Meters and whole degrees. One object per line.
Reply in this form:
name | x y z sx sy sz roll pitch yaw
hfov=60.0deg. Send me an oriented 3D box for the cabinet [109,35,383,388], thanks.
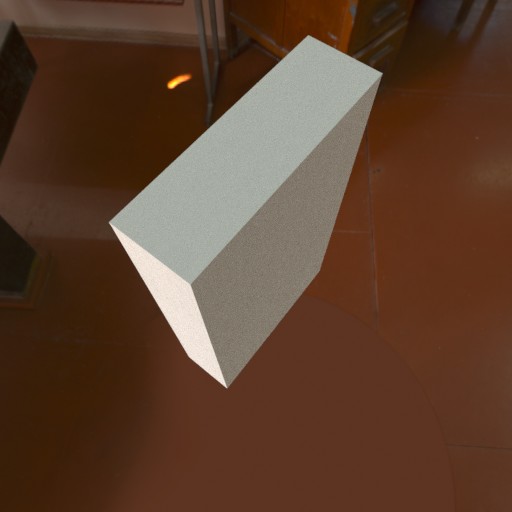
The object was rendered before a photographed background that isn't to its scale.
cabinet | 0.000 0.000 1.634 0.250 1.280 0.750 35 69 15
